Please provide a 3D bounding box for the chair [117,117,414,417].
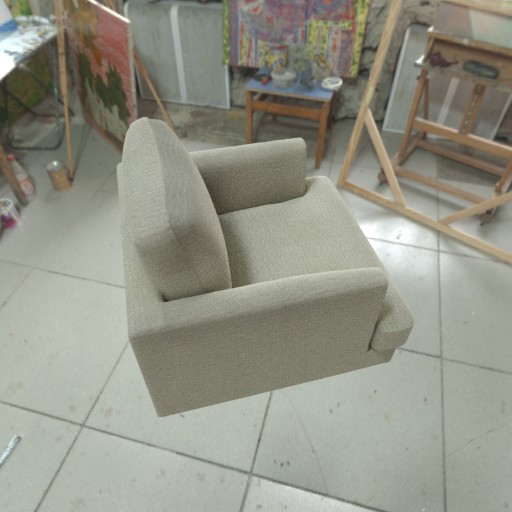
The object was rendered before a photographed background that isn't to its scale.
[{"bbox_3d":[0.000,0.000,1.657,0.899,0.957,0.858,-11,47,-10],"label":"chair"}]
